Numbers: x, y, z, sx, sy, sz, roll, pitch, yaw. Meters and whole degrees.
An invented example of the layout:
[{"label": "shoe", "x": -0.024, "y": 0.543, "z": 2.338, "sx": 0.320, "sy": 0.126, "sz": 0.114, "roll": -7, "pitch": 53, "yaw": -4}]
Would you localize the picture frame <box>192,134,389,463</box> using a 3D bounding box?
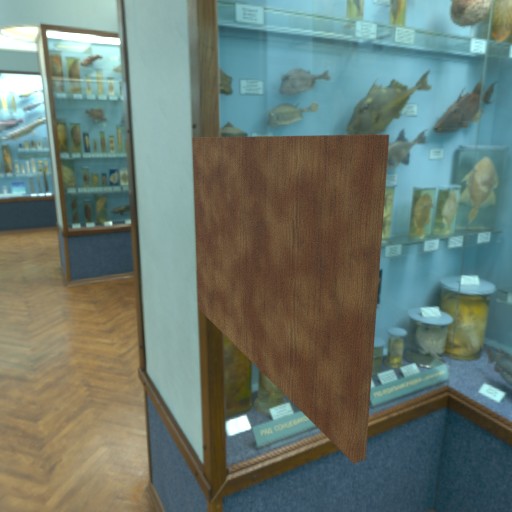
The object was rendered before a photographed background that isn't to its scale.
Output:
[{"label": "picture frame", "x": 0.000, "y": 0.000, "z": 1.230, "sx": 0.029, "sy": 0.640, "sz": 0.950, "roll": -7, "pitch": 16, "yaw": -25}]
